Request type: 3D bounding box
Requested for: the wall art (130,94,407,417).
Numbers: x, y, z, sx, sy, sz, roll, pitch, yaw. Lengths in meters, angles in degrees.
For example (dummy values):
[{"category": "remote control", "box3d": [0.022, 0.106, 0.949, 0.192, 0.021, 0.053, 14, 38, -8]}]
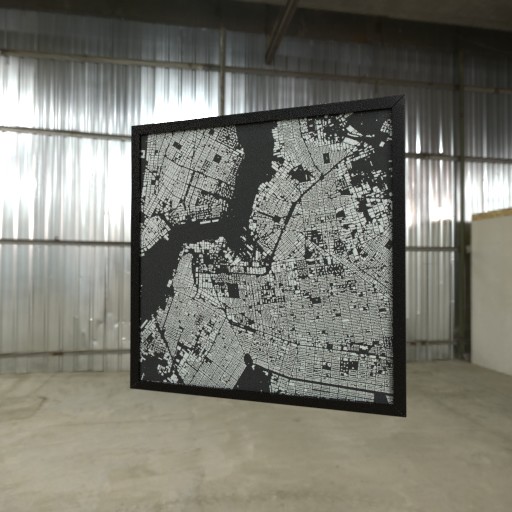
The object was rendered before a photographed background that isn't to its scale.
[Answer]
[{"category": "wall art", "box3d": [0.000, 0.000, 1.180, 0.755, 0.761, 0.038, 0, -1, 19]}]
